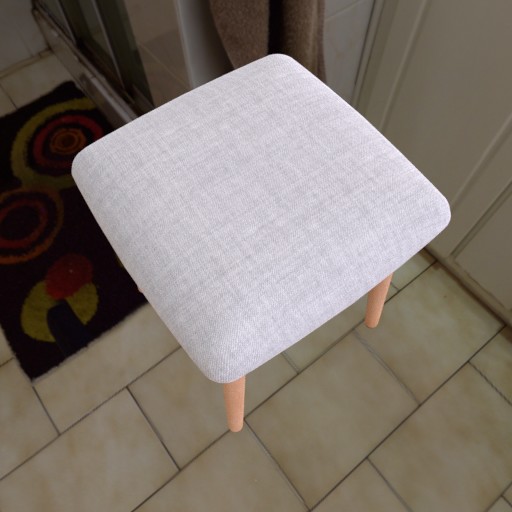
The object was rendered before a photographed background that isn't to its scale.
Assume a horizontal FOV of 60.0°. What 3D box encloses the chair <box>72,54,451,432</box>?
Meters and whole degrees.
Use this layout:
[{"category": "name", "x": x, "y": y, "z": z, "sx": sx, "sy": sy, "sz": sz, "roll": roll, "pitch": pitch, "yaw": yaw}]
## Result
[{"category": "chair", "x": 0.000, "y": 0.000, "z": 0.682, "sx": 0.350, "sy": 0.440, "sz": 0.350, "roll": -33, "pitch": 68, "yaw": -15}]
